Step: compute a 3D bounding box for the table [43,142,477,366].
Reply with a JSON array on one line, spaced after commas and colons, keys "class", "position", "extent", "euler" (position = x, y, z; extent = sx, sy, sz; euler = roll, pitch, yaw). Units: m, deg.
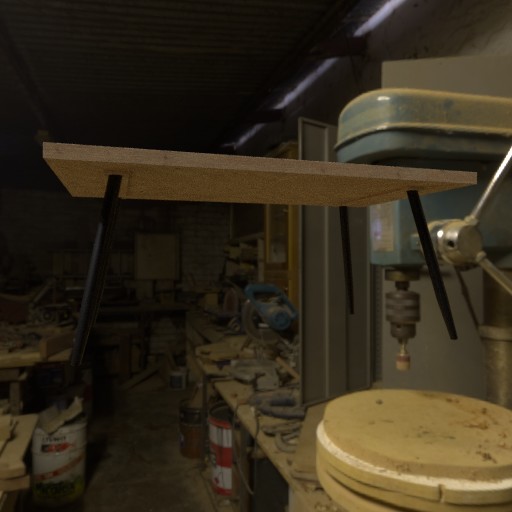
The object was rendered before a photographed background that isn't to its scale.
[{"class": "table", "position": [0.000, 0.000, 2.229], "extent": [1.803, 0.762, 0.991], "euler": [0, 0, -17]}]
